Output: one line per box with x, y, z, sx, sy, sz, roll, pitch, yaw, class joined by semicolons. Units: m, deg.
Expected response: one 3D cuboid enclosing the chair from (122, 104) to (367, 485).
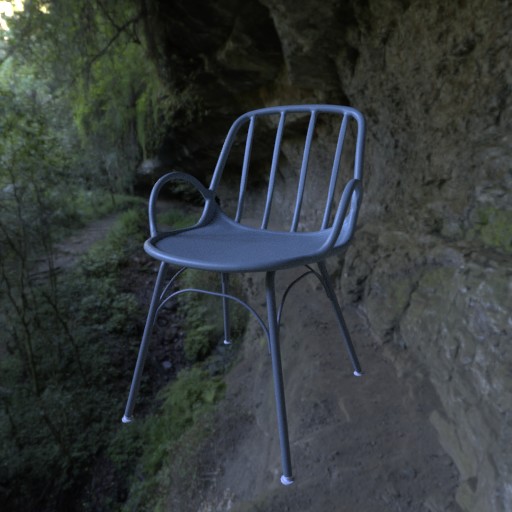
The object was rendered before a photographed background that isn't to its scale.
0.000;0.000;1.202;0.549;0.816;0.597;8;16;27;chair
